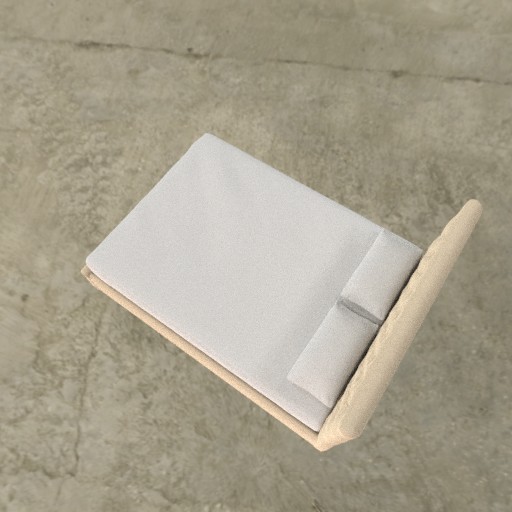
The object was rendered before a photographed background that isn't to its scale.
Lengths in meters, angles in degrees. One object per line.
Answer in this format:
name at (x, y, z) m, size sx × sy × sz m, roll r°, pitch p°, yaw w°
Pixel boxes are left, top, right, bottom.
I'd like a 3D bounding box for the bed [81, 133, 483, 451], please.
bed at (0.000, 0.000, 3.414) m, size 2.387 × 1.427 × 1.698 m, roll 32°, pitch 68°, yaw 14°
